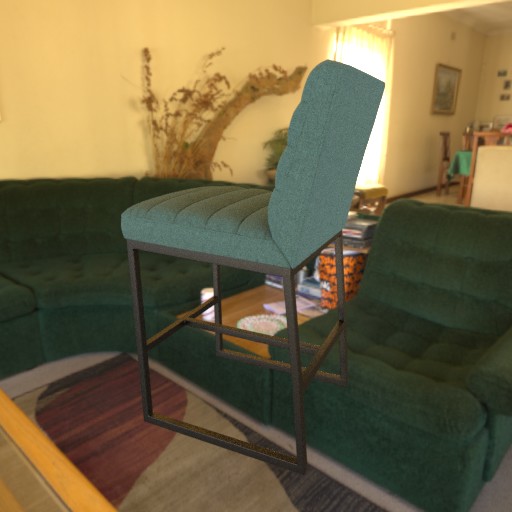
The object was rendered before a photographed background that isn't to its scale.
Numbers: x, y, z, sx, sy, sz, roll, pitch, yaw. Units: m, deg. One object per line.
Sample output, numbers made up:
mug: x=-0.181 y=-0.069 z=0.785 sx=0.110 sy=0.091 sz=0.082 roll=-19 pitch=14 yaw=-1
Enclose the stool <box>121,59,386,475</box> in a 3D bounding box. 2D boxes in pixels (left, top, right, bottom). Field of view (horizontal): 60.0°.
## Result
stool: x=0.000 y=0.000 z=1.230 sx=0.560 sy=0.940 sz=0.460 roll=8 pitch=18 yaw=24
